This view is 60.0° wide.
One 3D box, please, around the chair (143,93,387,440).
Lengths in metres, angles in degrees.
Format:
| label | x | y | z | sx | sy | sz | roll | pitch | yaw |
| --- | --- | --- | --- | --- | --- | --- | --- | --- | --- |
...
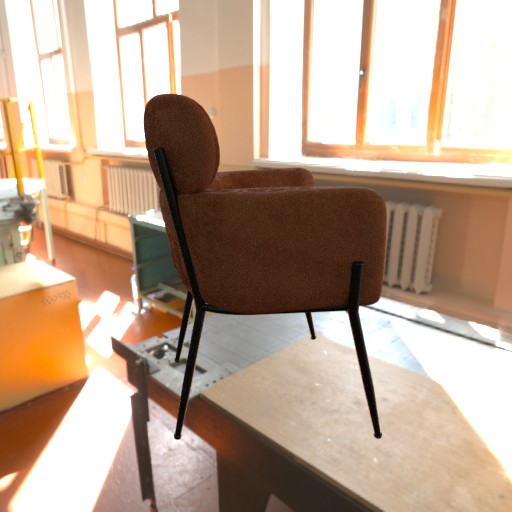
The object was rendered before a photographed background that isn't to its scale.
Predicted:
| label | x | y | z | sx | sy | sz | roll | pitch | yaw |
| --- | --- | --- | --- | --- | --- | --- | --- | --- | --- |
| chair | 0.000 | 0.000 | 1.150 | 0.523 | 0.772 | 0.561 | -3 | 16 | -9 |
